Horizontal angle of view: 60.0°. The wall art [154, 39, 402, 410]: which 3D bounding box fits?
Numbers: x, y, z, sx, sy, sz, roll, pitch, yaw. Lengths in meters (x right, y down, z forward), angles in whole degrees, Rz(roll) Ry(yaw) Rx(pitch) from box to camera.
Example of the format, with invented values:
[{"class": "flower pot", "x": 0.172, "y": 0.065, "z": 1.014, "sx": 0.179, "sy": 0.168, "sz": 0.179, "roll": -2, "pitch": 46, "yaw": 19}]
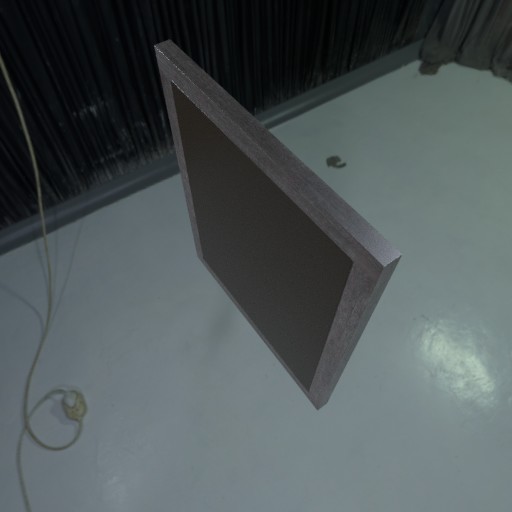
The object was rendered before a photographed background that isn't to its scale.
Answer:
[{"class": "wall art", "x": 0.000, "y": 0.000, "z": 0.802, "sx": 0.027, "sy": 0.580, "sz": 0.479, "roll": -31, "pitch": 62, "yaw": -19}]
